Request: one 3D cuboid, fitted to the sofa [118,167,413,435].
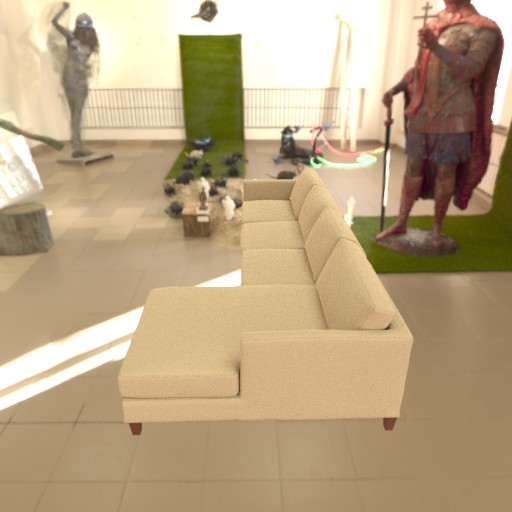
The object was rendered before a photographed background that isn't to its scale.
[{"bbox_3d":[0.000,0.000,3.868,1.625,0.861,3.186,-1,25,-1],"label":"sofa"}]
